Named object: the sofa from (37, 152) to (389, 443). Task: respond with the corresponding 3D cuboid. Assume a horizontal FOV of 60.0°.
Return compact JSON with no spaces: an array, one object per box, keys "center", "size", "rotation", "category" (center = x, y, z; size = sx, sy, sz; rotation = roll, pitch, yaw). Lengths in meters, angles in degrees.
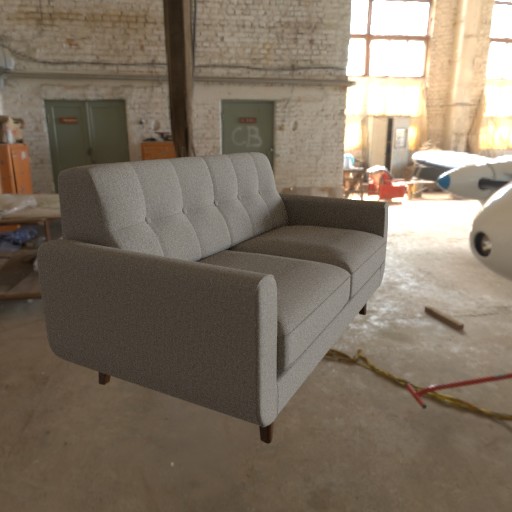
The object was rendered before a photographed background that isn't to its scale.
[{"center":[0.000,0.000,2.131],"size":[0.952,0.925,1.651],"rotation":[8,18,27],"category":"sofa"}]
